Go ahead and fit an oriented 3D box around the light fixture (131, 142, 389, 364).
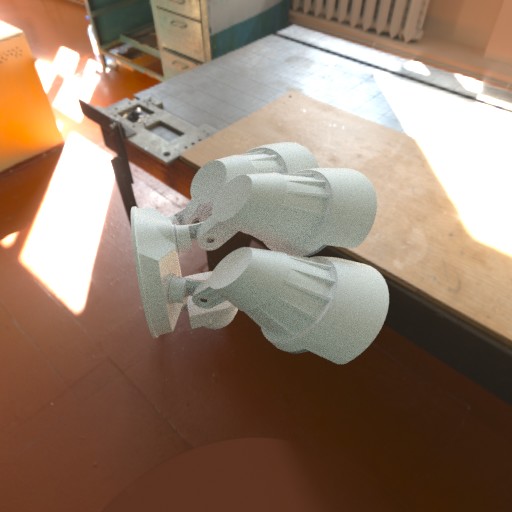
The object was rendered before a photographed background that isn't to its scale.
[{"bbox_3d":[0.000,0.000,0.562,0.278,0.237,0.369,-9,47,-9],"label":"light fixture"}]
